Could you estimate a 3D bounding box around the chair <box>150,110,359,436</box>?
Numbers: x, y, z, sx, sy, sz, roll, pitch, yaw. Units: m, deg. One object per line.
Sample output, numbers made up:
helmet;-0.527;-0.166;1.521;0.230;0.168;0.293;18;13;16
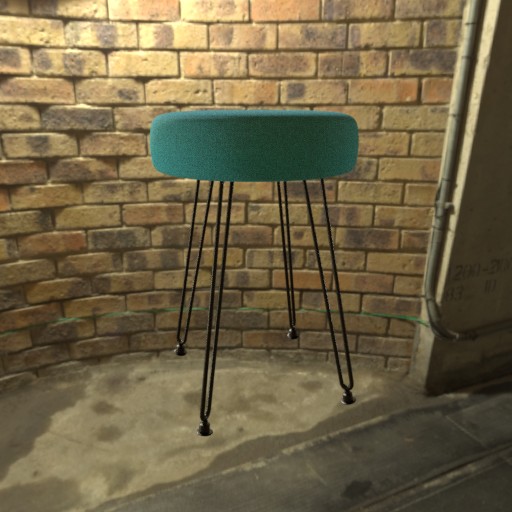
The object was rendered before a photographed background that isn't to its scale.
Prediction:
chair;0.000;0.000;0.706;0.350;0.440;0.350;9;20;26
